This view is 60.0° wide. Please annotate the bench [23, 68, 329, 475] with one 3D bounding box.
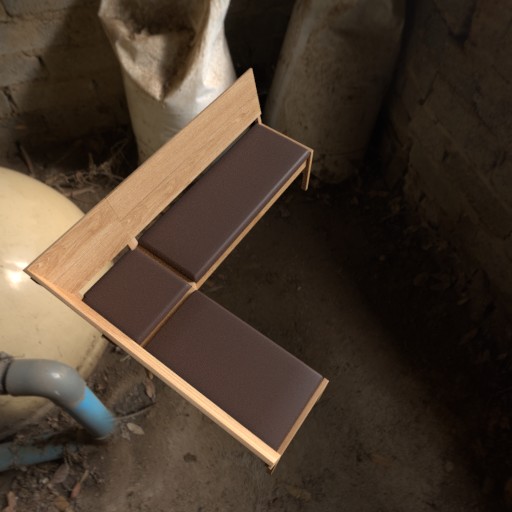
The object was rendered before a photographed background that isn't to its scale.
[{"bbox_3d":[0.000,0.000,2.801,1.549,0.890,1.975,31,65,17],"label":"bench"}]
